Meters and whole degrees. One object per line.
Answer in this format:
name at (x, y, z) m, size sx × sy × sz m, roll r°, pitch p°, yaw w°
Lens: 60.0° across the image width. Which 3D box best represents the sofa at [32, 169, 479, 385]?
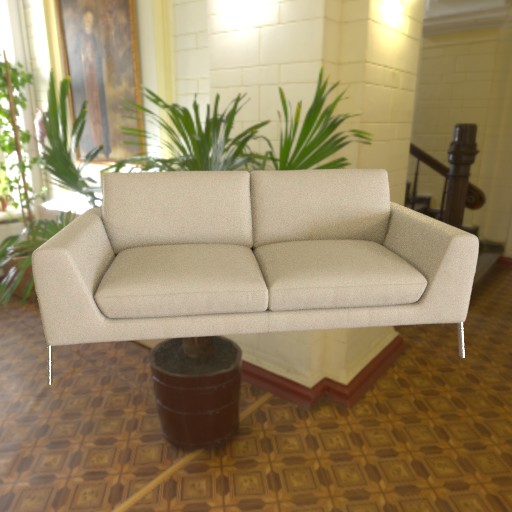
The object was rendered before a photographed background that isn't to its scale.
sofa at (0.000, 0.000, 2.433) m, size 2.017 × 0.875 × 0.953 m, roll -2°, pitch 17°, yaw -7°
